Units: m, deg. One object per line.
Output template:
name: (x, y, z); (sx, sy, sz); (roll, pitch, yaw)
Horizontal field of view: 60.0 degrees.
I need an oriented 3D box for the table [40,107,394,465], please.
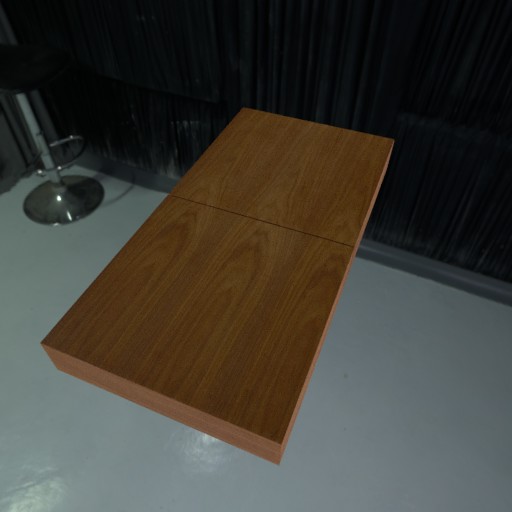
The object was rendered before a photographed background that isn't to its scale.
table: (0.000, 0.000, 1.464); (0.610, 0.330, 1.194); (17, 50, 15)
